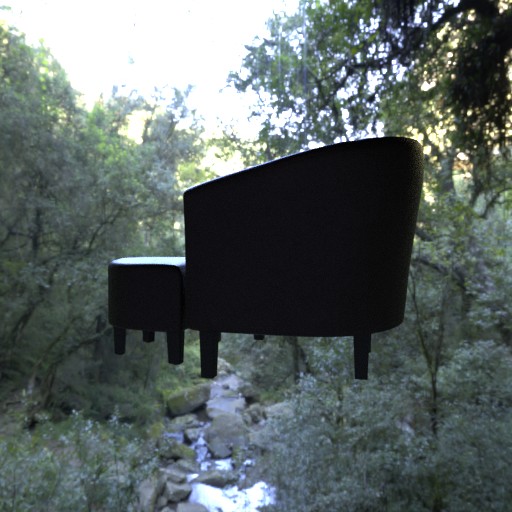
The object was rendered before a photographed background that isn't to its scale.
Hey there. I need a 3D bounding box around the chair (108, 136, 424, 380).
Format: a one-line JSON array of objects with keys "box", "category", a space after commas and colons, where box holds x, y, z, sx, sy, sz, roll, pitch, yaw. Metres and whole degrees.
[{"box": [0.000, 0.000, 1.662, 1.176, 0.755, 0.737, 0, 1, 16], "category": "chair"}]
